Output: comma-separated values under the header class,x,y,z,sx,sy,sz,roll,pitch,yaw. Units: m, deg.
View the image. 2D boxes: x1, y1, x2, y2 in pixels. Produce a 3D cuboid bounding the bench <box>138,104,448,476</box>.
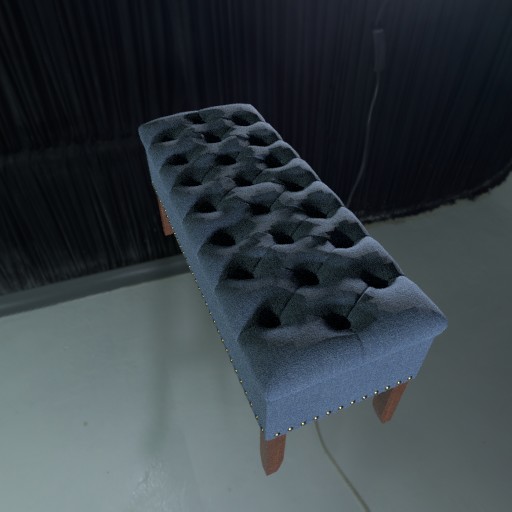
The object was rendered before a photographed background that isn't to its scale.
class,x,y,z,sx,sy,sz,roll,pitch,yaw
bench,0.000,0.000,1.327,0.417,0.492,1.052,-17,47,-16
